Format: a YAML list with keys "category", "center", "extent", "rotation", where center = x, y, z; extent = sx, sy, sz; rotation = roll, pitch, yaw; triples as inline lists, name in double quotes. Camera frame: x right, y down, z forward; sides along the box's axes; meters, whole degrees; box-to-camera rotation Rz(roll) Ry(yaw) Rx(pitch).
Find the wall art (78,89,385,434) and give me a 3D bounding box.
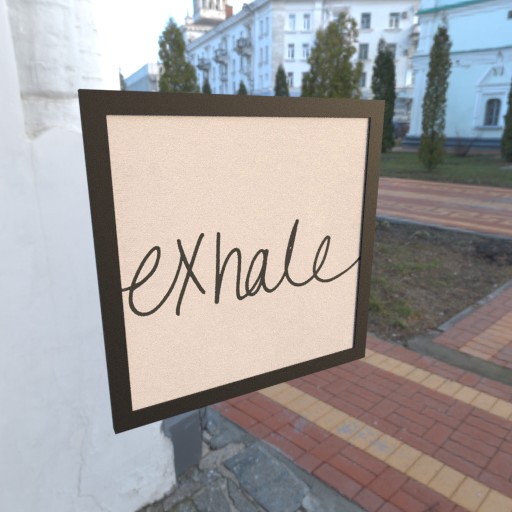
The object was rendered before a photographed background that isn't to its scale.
- category: "wall art"
  center: [0.000, 0.000, 0.524]
  extent: [0.358, 0.357, 0.012]
  rotation: [-9, 18, -27]
